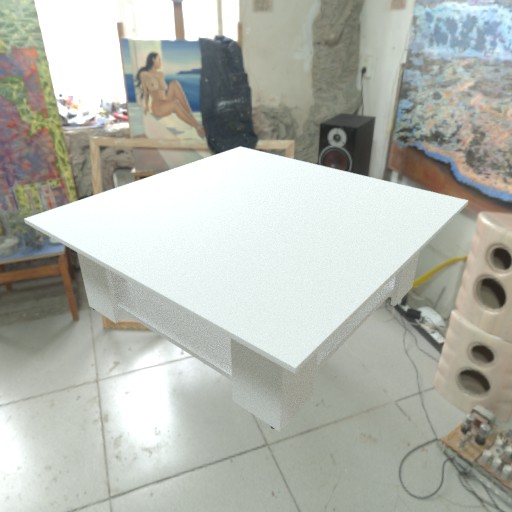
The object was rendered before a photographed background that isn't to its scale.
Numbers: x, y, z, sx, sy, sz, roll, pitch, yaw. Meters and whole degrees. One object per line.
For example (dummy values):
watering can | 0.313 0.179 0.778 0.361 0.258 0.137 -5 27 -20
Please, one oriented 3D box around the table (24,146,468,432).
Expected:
table | 0.000 0.000 1.326 0.890 0.305 0.890 22 36 33
